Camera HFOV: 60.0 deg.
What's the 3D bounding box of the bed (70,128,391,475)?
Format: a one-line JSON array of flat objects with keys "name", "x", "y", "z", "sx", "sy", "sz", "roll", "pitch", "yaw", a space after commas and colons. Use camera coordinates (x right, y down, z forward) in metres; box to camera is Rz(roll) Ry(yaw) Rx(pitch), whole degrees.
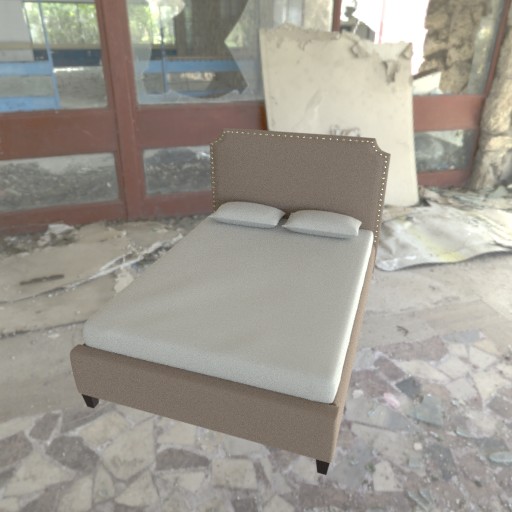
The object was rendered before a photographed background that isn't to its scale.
[{"name": "bed", "x": 0.000, "y": 0.000, "z": 3.408, "sx": 1.713, "sy": 1.443, "sz": 2.372, "roll": 9, "pitch": 28, "yaw": 17}]
